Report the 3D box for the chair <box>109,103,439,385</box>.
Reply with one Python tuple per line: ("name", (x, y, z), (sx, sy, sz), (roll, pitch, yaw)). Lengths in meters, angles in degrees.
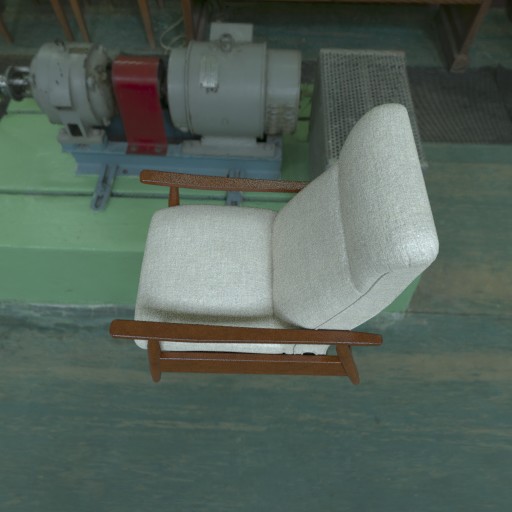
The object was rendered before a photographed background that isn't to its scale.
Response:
("chair", (0.000, 0.000, 1.798), (1.014, 1.082, 0.762), (1, 59, 0))
